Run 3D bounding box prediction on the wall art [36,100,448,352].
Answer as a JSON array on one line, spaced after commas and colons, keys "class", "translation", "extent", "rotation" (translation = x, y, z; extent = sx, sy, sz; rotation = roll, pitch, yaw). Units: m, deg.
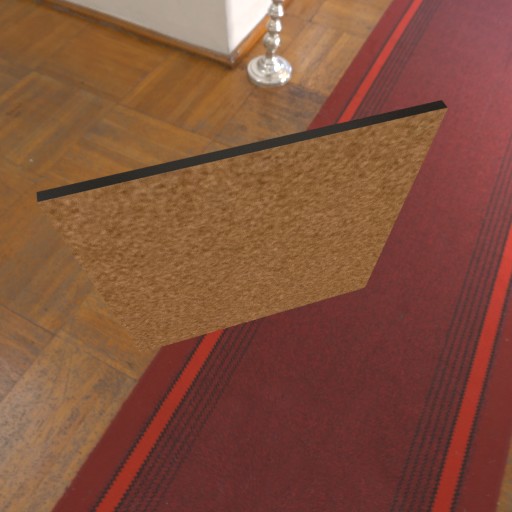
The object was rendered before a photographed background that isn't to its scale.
[{"class": "wall art", "translation": [0.000, 0.000, 0.655], "extent": [0.446, 0.445, 0.014], "rotation": [-15, 60, -9]}]
